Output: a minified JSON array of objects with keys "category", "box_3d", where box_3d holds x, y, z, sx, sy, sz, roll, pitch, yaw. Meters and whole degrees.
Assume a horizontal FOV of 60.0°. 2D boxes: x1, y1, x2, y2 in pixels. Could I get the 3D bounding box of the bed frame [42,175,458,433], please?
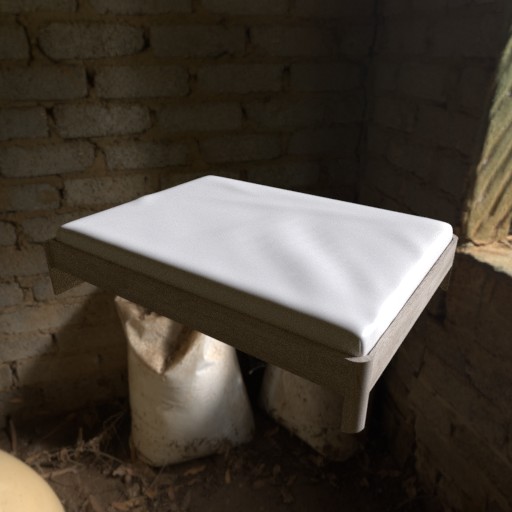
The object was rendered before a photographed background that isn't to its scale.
[{"category":"bed frame","box_3d":[0.000,0.000,2.644,1.950,0.462,1.490,17,30,31]}]
